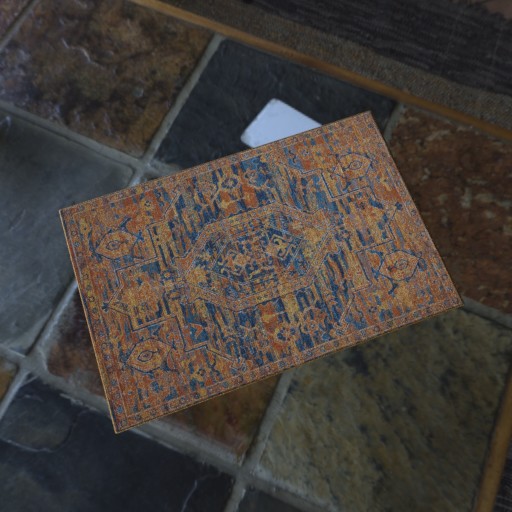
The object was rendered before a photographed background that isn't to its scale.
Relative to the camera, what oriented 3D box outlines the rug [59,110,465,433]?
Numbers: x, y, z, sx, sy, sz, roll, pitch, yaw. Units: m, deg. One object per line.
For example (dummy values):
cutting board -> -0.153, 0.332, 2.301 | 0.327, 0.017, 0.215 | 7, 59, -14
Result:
rug -> 0.000, 0.000, 2.226 | 1.758, 0.013, 1.148 | -19, 75, -5
